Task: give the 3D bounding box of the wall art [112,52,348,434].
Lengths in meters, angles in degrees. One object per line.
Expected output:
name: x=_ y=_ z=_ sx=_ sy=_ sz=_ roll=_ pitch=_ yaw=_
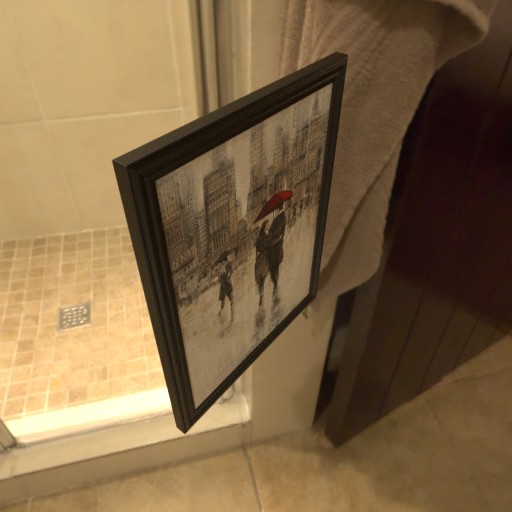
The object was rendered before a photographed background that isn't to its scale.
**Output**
wall art: x=0.000 y=0.000 z=1.631 sx=0.053 sy=1.194 sz=0.950 roll=28 pitch=49 yaw=28
